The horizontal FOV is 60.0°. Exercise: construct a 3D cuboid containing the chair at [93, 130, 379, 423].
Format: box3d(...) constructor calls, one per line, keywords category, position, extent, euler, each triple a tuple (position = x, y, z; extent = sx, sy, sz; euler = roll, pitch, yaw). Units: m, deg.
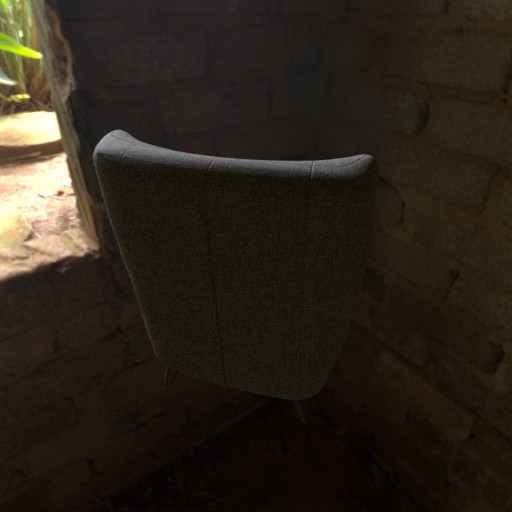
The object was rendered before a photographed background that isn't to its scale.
box3d(category="chair", position=(0.000, 0.000, 1.788), extent=(0.878, 1.063, 0.904), euler=(10, 33, 16))
